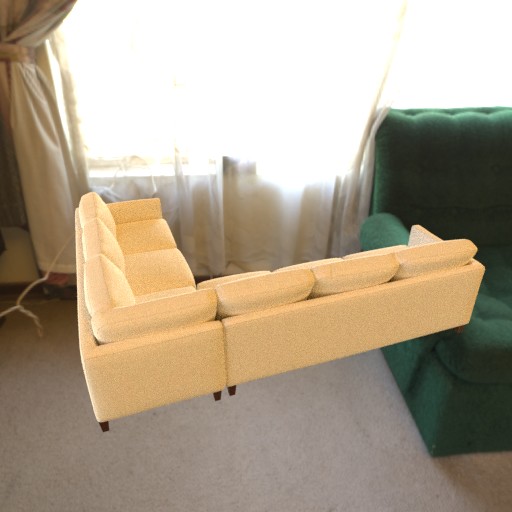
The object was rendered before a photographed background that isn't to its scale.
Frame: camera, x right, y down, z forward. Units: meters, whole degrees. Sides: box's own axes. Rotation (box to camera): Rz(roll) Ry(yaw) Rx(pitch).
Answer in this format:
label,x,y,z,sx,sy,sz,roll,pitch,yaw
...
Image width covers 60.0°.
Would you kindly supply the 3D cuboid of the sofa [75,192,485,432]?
label,x,y,z,sx,sy,sz,roll,pitch,yaw
sofa,0.000,0.000,4.418,3.302,0.947,2.593,-10,31,-18
